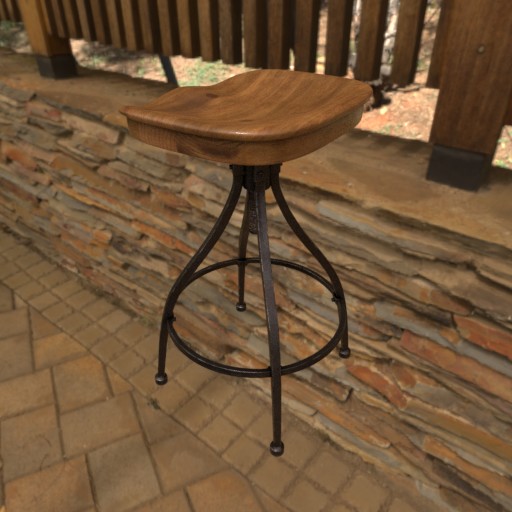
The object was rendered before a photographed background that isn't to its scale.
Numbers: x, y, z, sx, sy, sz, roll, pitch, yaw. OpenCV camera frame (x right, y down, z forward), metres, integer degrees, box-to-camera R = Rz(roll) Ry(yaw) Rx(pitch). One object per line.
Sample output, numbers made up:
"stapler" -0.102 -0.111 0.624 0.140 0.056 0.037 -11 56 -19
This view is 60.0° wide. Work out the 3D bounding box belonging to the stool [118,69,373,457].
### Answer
"stool" 0.000 0.000 0.974 0.424 0.694 0.432 20 38 28
